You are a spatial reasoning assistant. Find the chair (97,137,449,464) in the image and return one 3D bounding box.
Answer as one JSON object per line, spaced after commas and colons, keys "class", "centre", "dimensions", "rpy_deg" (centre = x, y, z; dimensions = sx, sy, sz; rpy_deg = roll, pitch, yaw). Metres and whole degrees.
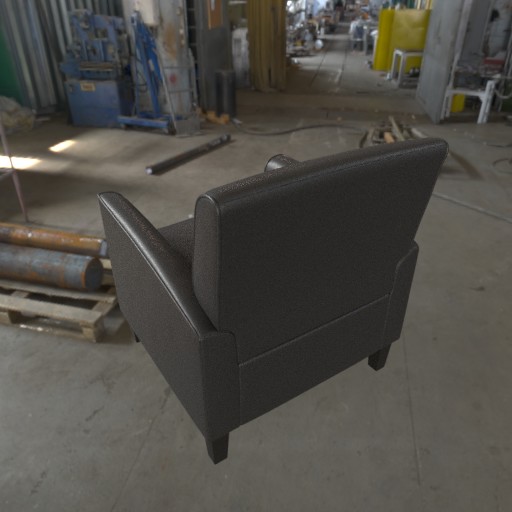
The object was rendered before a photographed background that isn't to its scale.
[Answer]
{"class": "chair", "centre": [0.000, 0.000, 1.544], "dimensions": [0.820, 0.916, 0.819], "rpy_deg": [-19, 36, -28]}
